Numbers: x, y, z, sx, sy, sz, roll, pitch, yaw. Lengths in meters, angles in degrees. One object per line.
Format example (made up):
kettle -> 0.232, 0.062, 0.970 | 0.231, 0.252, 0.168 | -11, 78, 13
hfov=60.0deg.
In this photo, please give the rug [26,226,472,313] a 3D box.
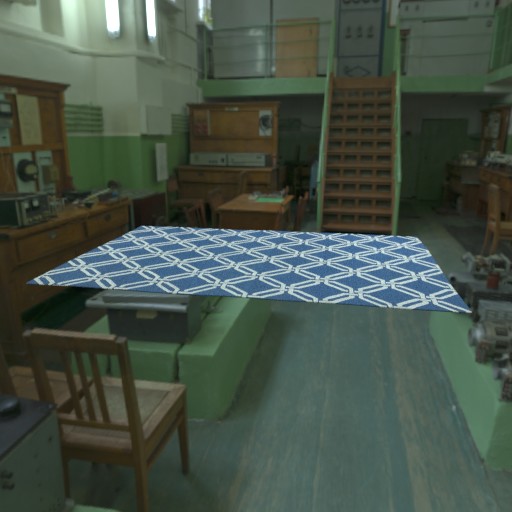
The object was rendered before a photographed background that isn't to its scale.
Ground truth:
rug -> 0.000, 0.000, 2.234 | 1.755, 0.010, 1.153 | 3, 16, 10
